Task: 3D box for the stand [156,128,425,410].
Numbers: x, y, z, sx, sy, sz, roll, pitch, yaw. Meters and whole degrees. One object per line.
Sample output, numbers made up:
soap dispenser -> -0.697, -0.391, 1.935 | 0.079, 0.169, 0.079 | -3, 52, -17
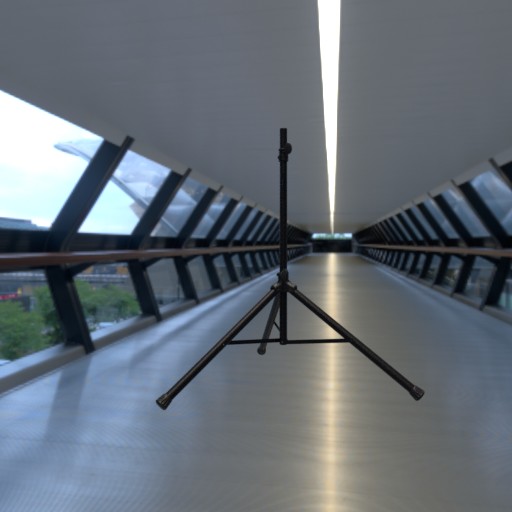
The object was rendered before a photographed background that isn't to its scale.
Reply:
stand -> 0.000, 0.000, 1.891 | 0.907, 1.136, 1.045 | 0, 0, -36
